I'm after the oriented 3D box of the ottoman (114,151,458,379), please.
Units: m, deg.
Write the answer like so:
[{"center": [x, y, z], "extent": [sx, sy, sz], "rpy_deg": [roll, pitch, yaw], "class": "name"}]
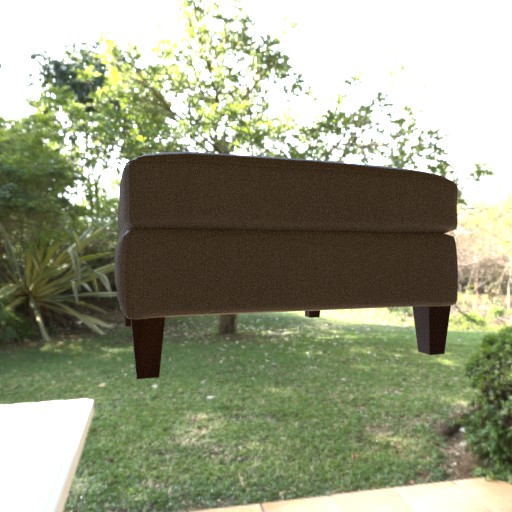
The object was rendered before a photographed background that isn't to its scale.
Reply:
[{"center": [0.000, 0.000, 1.384], "extent": [0.838, 0.503, 0.838], "rpy_deg": [0, 0, -18], "class": "ottoman"}]
